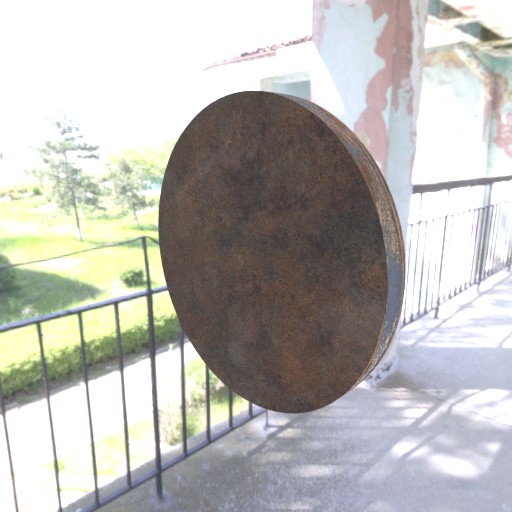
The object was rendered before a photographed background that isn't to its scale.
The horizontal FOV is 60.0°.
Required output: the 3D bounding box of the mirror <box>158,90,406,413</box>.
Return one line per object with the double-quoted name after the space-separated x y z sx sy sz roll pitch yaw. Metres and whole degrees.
0.000 0.000 0.840 0.061 0.585 0.585 -13 19 -42 "mirror"
